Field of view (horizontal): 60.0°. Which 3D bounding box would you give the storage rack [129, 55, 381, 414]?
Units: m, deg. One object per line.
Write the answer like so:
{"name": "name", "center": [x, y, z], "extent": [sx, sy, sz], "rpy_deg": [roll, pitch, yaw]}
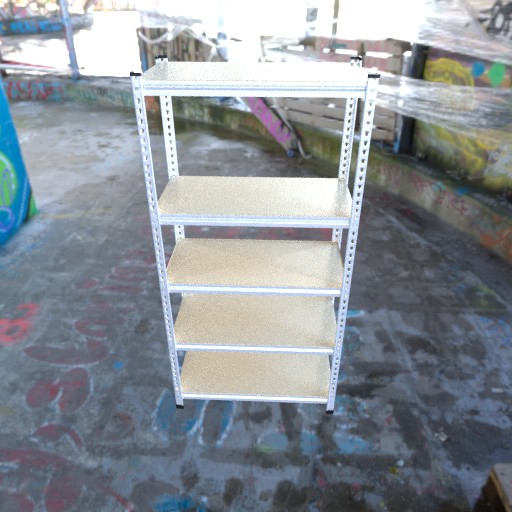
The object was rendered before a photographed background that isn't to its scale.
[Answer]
{"name": "storage rack", "center": [0.000, 0.000, 2.271], "extent": [0.914, 1.829, 0.457], "rpy_deg": [1, 32, 2]}
